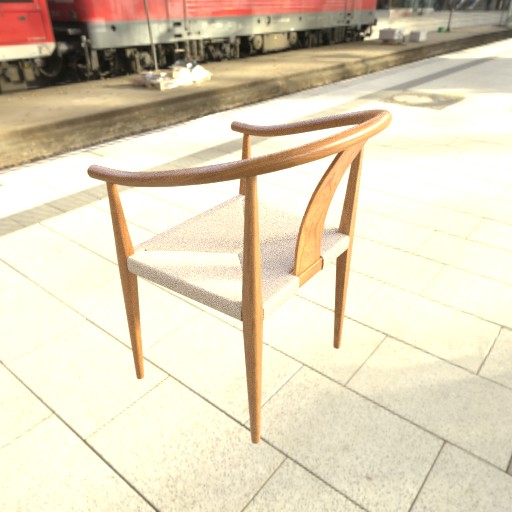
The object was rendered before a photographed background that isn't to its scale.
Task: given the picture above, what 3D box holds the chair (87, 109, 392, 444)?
[{"bbox_3d":[0.000,0.000,1.207,0.579,0.800,0.556,21,36,31],"label":"chair"}]
